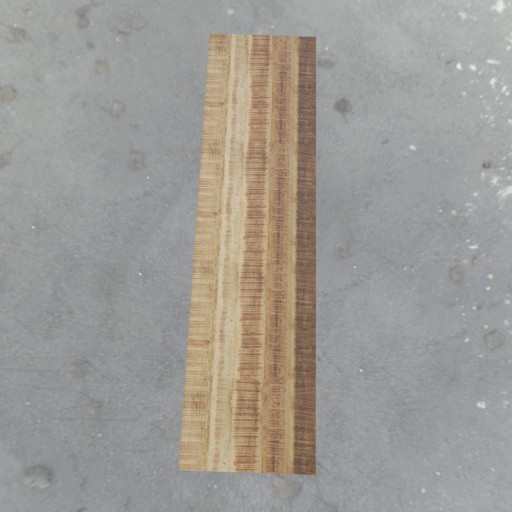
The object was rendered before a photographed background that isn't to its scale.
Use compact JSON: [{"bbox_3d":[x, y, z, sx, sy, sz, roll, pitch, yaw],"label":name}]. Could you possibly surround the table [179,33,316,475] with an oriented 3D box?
[{"bbox_3d":[0.000,0.000,1.887,0.405,0.810,1.524,2,76,0],"label":"table"}]
